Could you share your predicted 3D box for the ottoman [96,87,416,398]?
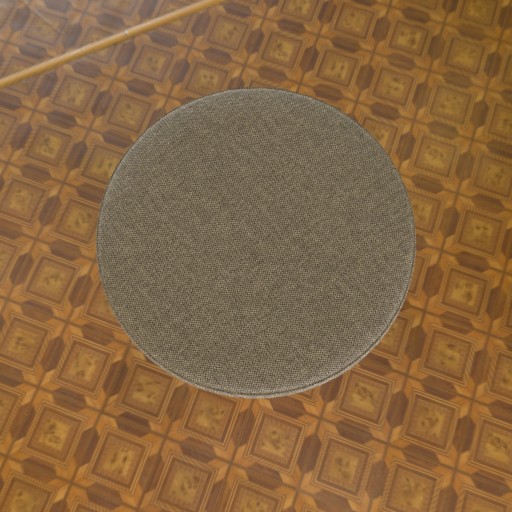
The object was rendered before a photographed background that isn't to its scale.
[{"bbox_3d":[0.000,0.000,0.894,0.520,0.430,0.520,0,77,0],"label":"ottoman"}]
